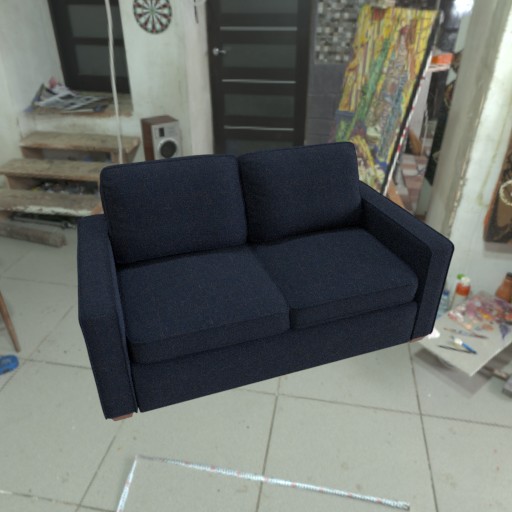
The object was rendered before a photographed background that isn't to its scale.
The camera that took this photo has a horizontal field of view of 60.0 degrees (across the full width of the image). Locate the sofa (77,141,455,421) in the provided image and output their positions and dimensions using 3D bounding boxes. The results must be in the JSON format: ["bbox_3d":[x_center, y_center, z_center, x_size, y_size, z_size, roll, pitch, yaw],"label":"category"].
[{"bbox_3d":[0.000,0.000,2.293,1.709,0.918,0.947,-10,32,-16],"label":"sofa"}]
